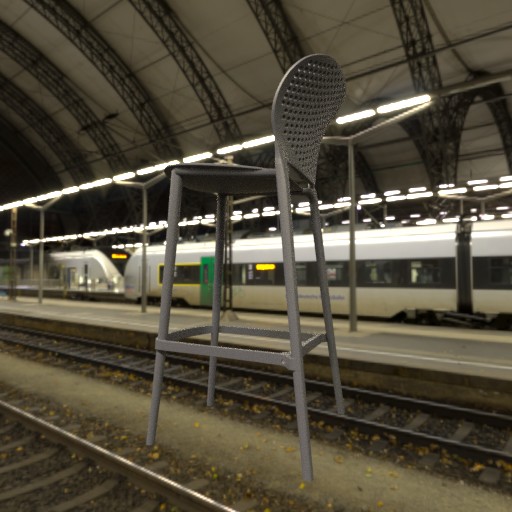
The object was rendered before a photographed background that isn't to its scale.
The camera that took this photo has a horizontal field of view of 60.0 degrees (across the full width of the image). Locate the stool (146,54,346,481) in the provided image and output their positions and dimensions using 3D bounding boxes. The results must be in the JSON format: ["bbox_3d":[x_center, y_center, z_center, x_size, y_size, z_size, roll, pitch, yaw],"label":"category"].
[{"bbox_3d":[0.000,0.000,1.340,0.535,1.045,0.536,-1,-3,19],"label":"stool"}]
